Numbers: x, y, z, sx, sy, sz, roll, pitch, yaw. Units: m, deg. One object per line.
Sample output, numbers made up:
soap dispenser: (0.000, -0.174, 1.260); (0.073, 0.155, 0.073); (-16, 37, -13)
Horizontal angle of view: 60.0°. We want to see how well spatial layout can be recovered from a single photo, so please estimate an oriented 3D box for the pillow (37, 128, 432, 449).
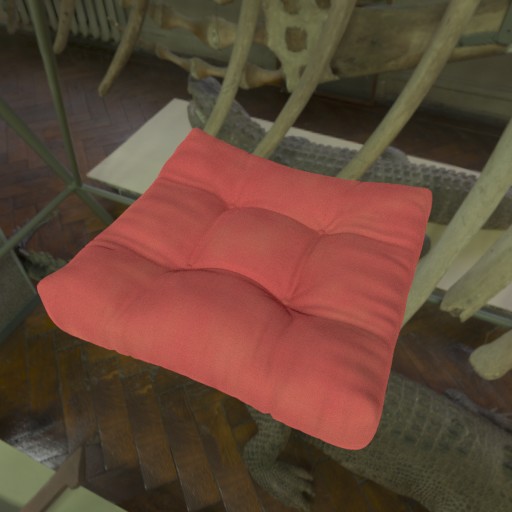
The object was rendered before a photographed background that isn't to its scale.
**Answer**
pillow: (0.000, 0.000, 0.719); (0.490, 0.128, 0.468); (18, 50, 16)
